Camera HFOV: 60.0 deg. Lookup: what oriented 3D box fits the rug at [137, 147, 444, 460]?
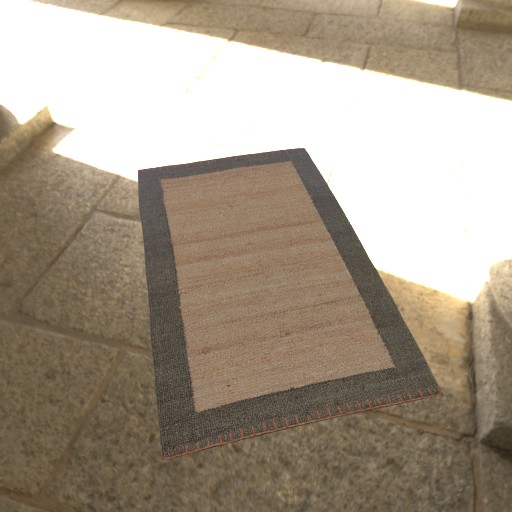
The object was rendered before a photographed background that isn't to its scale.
[{"bbox_3d":[0.000,0.000,3.061,1.521,0.006,2.435,-10,48,-9],"label":"rug"}]
